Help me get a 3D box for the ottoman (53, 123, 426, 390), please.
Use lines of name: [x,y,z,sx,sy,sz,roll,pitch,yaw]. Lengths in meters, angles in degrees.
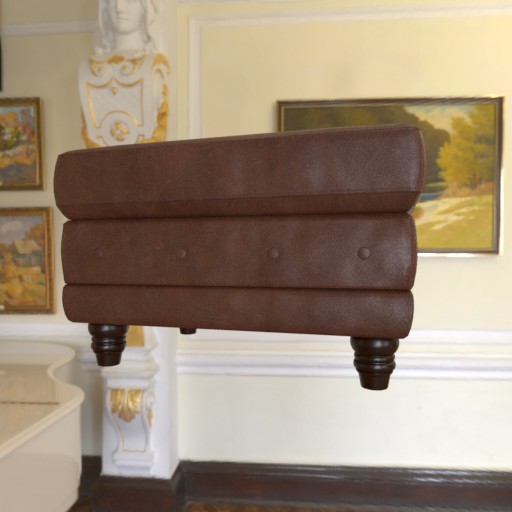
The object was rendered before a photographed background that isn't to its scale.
ottoman: [0.000,0.000,1.157,0.795,0.509,0.588,0,0,17]
